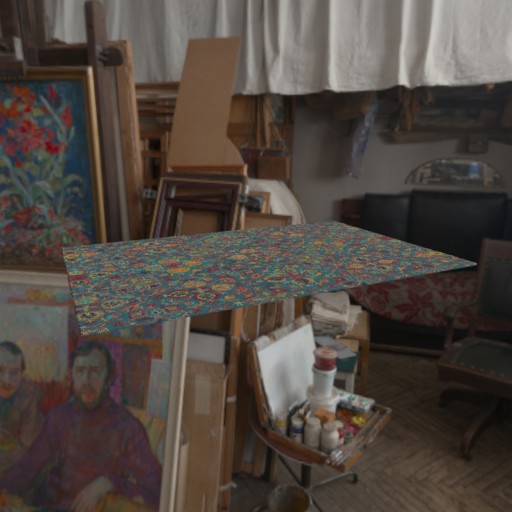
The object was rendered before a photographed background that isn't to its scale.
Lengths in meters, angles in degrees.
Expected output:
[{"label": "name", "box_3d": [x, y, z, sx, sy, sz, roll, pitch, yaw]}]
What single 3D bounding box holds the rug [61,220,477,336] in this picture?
[{"label": "rug", "box_3d": [0.000, 0.000, 2.330, 1.836, 0.014, 1.216, -7, 17, -25]}]
